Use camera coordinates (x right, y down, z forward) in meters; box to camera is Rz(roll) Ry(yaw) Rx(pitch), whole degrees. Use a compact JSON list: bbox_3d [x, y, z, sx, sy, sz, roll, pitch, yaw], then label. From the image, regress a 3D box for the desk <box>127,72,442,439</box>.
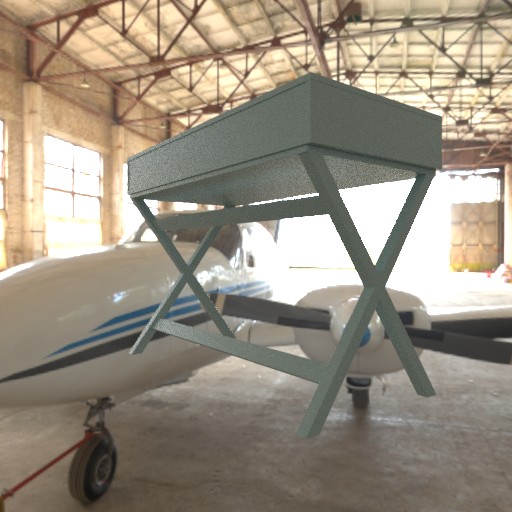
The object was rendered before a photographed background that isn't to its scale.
[{"bbox_3d":[0.000,0.000,1.507,0.509,0.780,1.059,0,0,-37],"label":"desk"}]
